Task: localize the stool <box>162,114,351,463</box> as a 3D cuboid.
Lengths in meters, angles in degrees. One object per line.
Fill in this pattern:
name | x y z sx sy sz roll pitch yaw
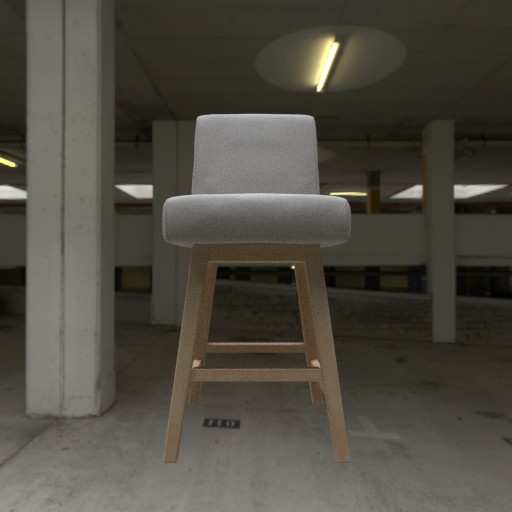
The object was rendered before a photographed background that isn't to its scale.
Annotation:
stool | 0.000 0.000 1.433 0.507 1.085 0.606 0 0 0
